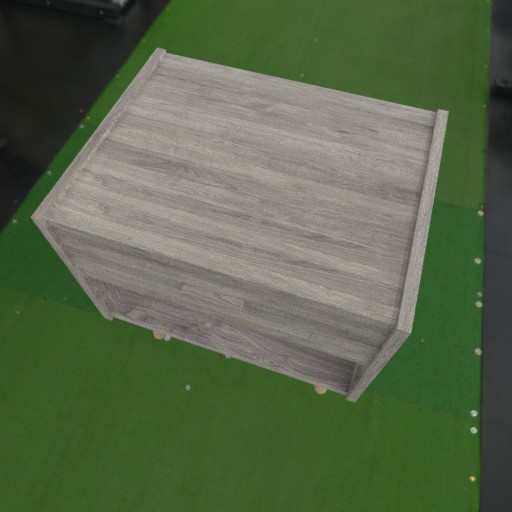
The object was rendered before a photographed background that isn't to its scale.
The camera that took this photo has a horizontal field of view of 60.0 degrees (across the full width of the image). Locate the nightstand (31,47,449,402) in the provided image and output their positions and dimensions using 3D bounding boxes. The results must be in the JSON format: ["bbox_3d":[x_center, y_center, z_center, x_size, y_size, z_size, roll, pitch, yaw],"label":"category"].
[{"bbox_3d":[0.000,0.000,0.824,0.480,0.500,0.380,16,60,10],"label":"nightstand"}]
